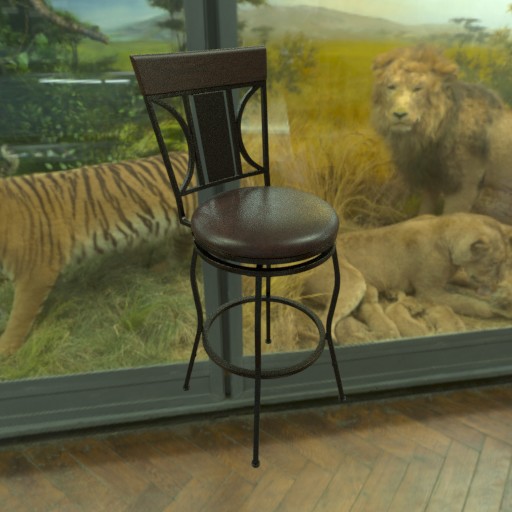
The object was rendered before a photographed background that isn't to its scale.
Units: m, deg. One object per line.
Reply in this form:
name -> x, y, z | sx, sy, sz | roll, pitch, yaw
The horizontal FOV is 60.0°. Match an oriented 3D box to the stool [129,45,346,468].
stool -> 0.000, 0.000, 1.371 | 0.448, 1.130, 0.513 | -22, 37, -34
